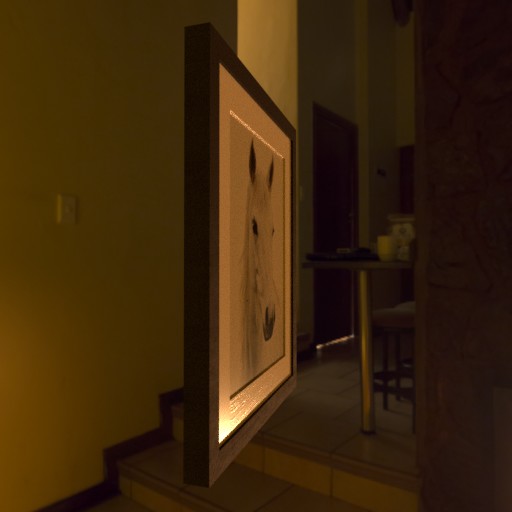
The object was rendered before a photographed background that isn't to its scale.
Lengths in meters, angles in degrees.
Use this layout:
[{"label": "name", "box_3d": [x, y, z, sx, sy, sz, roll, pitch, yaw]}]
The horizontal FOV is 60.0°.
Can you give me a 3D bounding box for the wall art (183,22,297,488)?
[{"label": "wall art", "box_3d": [0.000, 0.000, 0.747, 0.034, 0.552, 0.455, 0, -1, 18]}]
